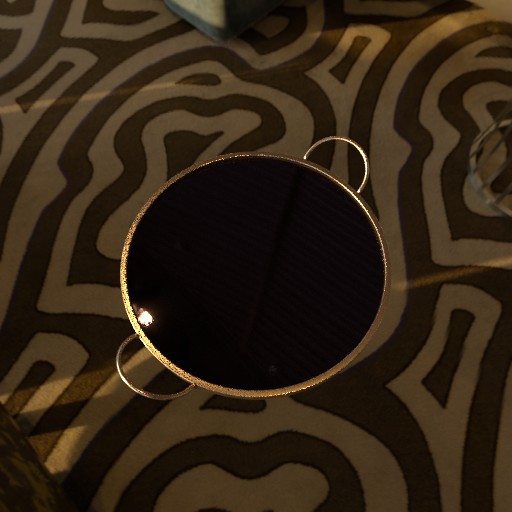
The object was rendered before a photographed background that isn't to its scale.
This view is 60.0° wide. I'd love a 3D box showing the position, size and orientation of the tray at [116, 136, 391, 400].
[{"bbox_3d":[0.000,0.000,0.717,0.438,0.069,0.543,36,69,16],"label":"tray"}]
